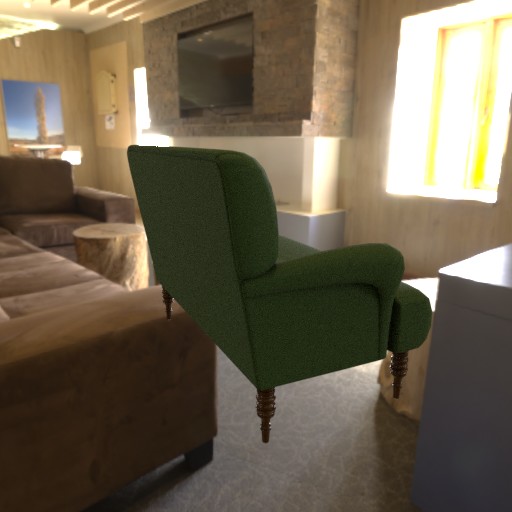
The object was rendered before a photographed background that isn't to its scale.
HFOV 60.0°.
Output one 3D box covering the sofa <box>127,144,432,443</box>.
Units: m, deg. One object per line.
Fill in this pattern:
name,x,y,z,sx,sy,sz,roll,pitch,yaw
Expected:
sofa,0.000,0.000,1.838,0.779,0.889,1.297,-7,17,-26
